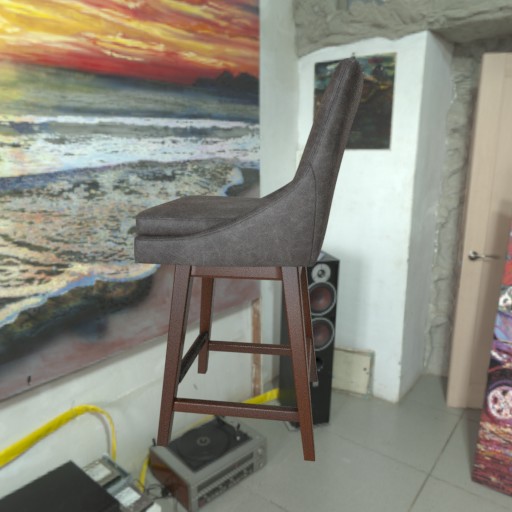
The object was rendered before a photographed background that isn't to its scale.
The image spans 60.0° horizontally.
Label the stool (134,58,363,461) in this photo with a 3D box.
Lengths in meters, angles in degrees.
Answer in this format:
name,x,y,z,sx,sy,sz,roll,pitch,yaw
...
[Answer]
name,x,y,z,sx,sy,sz,roll,pitch,yaw
stool,0.000,0.000,1.366,0.587,1.046,0.492,2,13,8
